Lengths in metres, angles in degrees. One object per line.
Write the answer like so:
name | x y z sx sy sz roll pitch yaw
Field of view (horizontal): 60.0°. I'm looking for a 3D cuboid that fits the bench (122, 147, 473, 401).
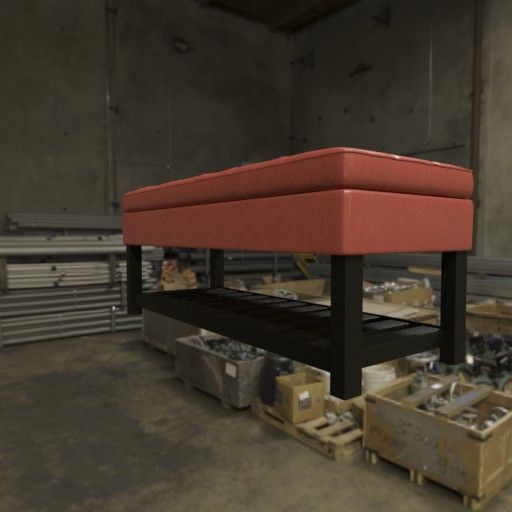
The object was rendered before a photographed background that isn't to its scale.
bench | 0.000 0.000 1.324 0.432 0.460 1.105 -2 3 -36
